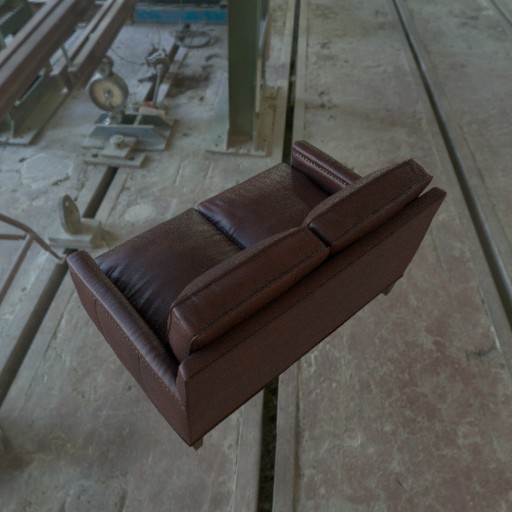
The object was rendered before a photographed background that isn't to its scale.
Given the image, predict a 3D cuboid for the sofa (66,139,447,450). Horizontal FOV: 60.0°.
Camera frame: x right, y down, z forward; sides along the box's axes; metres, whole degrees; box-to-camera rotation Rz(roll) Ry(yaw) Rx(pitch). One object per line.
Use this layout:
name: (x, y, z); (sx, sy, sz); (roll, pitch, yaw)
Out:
sofa: (0.000, 0.000, 2.302); (1.628, 1.003, 1.083); (-32, 55, -26)
